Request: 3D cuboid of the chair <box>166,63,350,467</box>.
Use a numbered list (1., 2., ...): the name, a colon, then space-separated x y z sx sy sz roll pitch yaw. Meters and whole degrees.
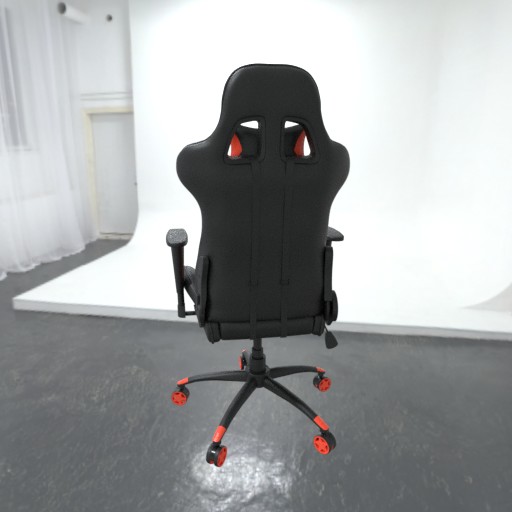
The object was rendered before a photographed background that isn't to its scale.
1. chair: 0.000 0.000 1.699 0.695 1.282 0.730 -2 14 -9
